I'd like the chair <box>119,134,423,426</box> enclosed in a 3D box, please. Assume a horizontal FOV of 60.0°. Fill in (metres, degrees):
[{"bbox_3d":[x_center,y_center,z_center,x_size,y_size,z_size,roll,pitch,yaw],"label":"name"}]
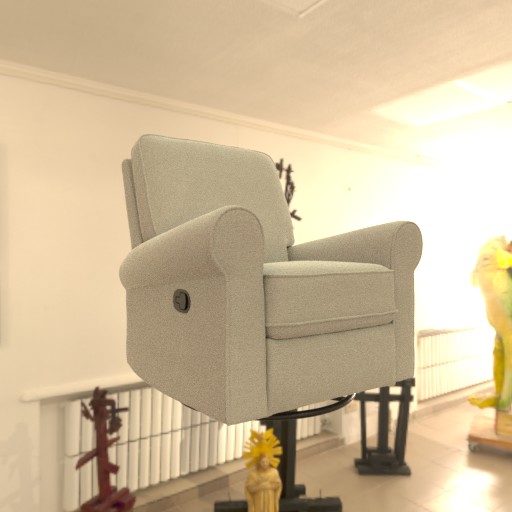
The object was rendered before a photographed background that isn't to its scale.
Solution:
[{"bbox_3d":[0.000,0.000,1.645,0.890,0.960,0.878,0,0,-36],"label":"chair"}]
